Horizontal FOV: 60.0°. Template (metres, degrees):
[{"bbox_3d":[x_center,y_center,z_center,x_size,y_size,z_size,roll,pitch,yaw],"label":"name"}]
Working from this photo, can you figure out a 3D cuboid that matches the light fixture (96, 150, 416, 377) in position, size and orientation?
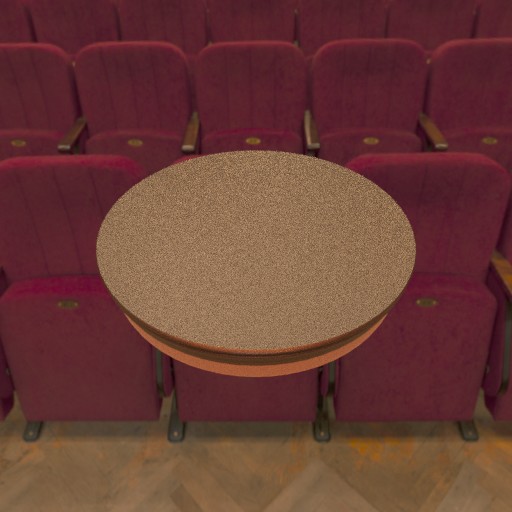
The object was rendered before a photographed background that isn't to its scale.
[{"bbox_3d":[0.000,0.000,0.557,0.368,0.100,0.368,0,41,0],"label":"light fixture"}]
